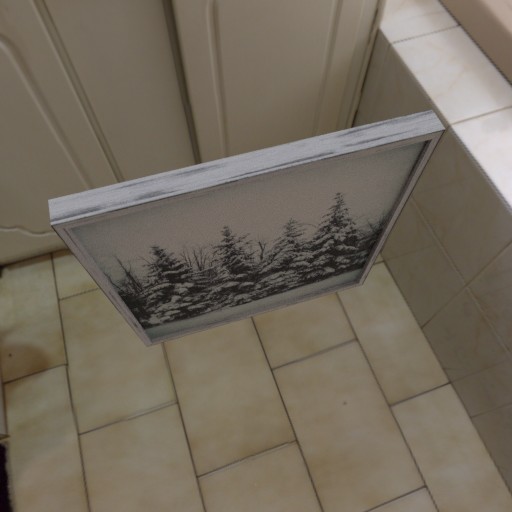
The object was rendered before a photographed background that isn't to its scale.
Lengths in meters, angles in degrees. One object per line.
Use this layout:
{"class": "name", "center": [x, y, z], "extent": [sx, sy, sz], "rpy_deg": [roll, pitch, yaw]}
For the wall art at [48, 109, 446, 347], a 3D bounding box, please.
{"class": "wall art", "center": [0.000, 0.000, 0.777], "extent": [0.506, 0.506, 0.038], "rpy_deg": [-15, 64, -8]}
